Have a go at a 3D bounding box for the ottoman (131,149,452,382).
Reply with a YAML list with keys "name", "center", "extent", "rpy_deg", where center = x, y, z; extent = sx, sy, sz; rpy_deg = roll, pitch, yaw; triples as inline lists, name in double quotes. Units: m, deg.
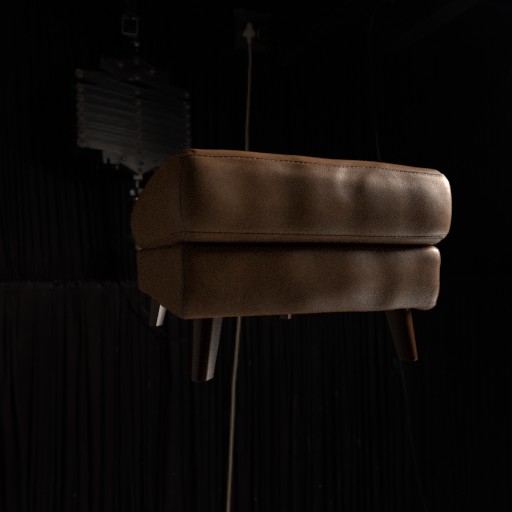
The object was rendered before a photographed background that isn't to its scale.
- name: "ottoman"
  center: [0.000, 0.000, 1.231]
  extent: [0.630, 0.461, 0.869]
  rpy_deg: [0, 0, -20]
